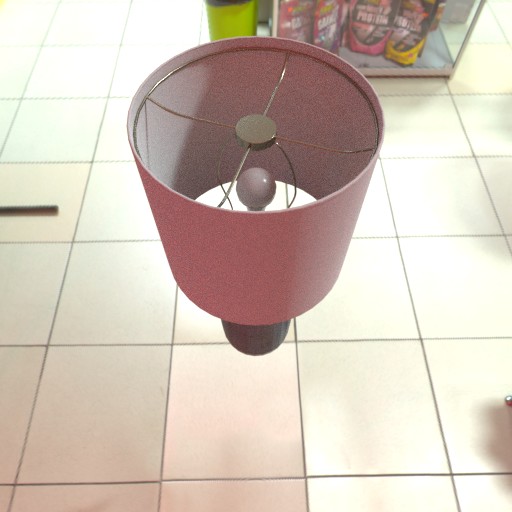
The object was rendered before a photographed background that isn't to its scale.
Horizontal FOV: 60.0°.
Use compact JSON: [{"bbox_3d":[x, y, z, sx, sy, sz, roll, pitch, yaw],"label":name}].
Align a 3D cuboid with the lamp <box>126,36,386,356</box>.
[{"bbox_3d":[0.000,0.000,0.583,0.220,0.475,0.220,28,62,16],"label":"lamp"}]
